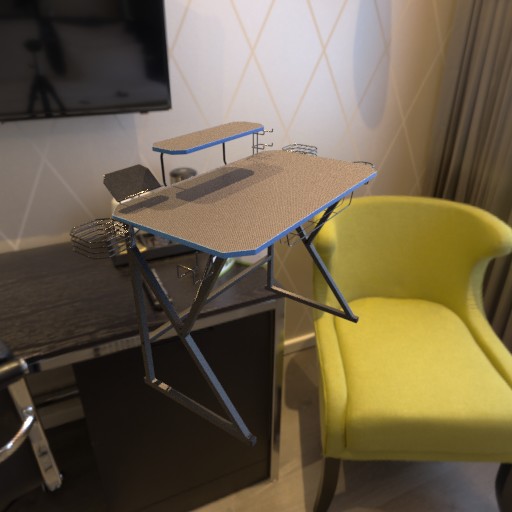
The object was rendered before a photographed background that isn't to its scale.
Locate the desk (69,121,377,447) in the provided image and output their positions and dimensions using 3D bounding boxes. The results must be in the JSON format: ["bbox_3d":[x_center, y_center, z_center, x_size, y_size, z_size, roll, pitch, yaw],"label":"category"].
[{"bbox_3d":[0.000,0.000,1.766,0.594,0.909,1.295,18,33,31],"label":"desk"}]
